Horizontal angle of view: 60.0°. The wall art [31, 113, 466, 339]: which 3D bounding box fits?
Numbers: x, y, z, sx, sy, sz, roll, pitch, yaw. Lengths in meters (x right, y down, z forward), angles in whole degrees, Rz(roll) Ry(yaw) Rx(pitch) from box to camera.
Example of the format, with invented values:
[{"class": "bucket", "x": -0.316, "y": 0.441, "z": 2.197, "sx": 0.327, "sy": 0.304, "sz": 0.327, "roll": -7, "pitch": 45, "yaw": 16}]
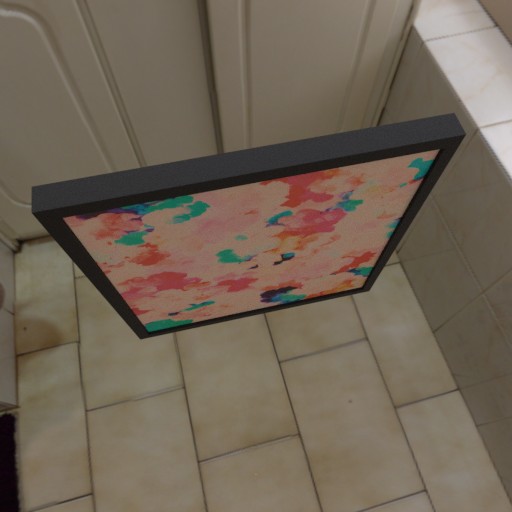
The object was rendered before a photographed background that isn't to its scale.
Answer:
[{"class": "wall art", "x": 0.000, "y": 0.000, "z": 0.737, "sx": 0.506, "sy": 0.503, "sz": 0.036, "roll": -11, "pitch": 64, "yaw": -5}]
